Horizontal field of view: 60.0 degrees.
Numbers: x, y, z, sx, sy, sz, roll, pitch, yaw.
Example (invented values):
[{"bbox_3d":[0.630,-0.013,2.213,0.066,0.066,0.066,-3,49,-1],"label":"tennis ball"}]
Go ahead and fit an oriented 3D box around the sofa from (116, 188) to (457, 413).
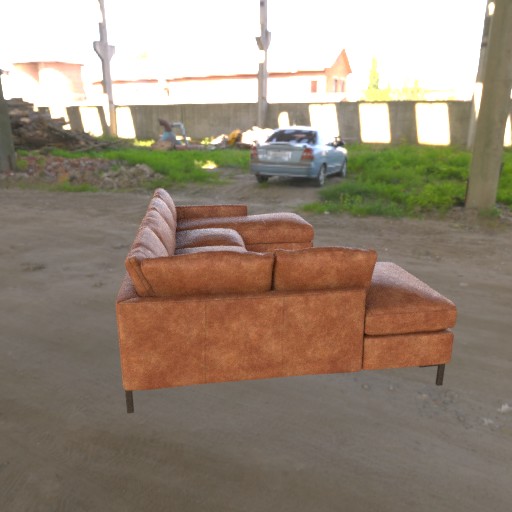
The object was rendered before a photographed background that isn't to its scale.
[{"bbox_3d":[0.000,0.000,3.832,1.939,0.900,2.956,-3,17,-9],"label":"sofa"}]
